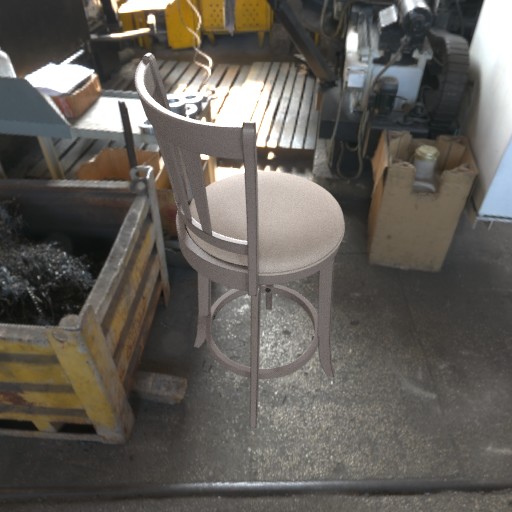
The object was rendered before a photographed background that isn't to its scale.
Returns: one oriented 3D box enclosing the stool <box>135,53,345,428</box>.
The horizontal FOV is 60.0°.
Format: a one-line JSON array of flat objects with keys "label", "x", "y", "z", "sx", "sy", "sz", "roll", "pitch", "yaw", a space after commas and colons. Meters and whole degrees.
[{"label": "stool", "x": 0.000, "y": 0.000, "z": 1.240, "sx": 0.475, "sy": 1.023, "sz": 0.436, "roll": -24, "pitch": 47, "yaw": -25}]
